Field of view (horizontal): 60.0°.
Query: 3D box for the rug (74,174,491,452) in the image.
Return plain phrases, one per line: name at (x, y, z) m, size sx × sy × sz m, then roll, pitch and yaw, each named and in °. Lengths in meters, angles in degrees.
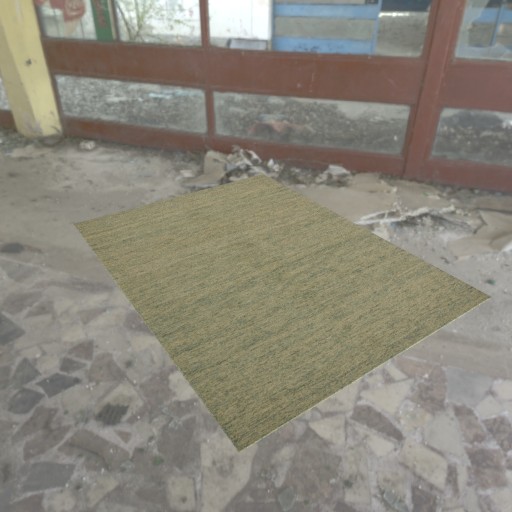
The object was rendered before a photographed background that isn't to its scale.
rug at (0.000, 0.000, 4.122) m, size 2.437 × 0.014 × 3.201 m, roll -20°, pitch 38°, yaw -29°
